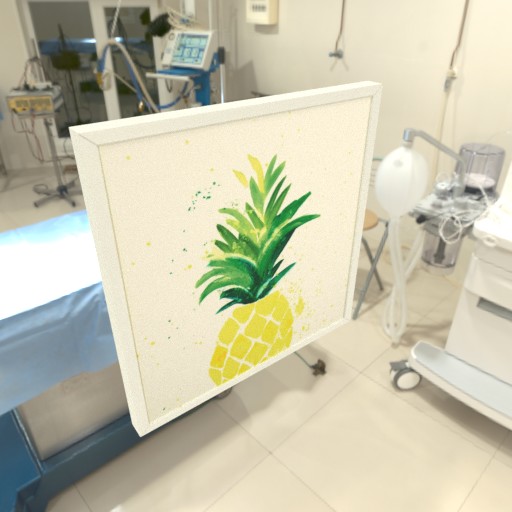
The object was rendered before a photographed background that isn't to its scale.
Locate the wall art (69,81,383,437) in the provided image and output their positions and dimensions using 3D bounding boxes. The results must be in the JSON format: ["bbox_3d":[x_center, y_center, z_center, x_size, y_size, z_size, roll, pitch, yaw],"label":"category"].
[{"bbox_3d":[0.000,0.000,0.455,0.307,0.307,0.020,-21,37,-31],"label":"wall art"}]
